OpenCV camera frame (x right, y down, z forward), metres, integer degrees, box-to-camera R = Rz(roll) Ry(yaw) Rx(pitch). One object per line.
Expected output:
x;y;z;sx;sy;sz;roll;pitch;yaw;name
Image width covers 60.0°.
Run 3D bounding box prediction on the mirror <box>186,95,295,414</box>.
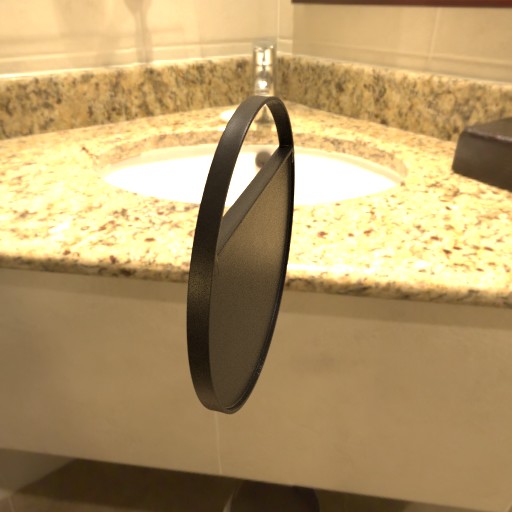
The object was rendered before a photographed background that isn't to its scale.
0.000;0.000;0.830;0.032;0.565;0.565;8;32;14;mirror
